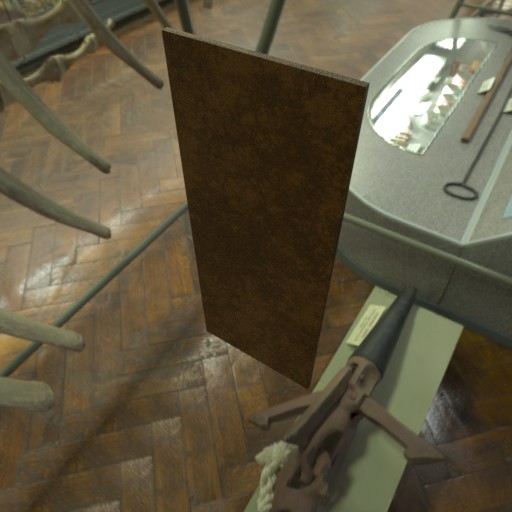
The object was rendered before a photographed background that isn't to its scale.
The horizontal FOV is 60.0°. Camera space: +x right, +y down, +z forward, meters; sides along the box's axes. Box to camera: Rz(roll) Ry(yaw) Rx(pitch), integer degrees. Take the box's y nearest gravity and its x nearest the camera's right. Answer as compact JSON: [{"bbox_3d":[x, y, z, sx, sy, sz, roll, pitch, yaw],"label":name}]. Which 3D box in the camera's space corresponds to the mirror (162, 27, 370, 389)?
[{"bbox_3d":[0.000,0.000,2.252,0.812,2.031,0.032,25,52,21],"label":"mirror"}]
